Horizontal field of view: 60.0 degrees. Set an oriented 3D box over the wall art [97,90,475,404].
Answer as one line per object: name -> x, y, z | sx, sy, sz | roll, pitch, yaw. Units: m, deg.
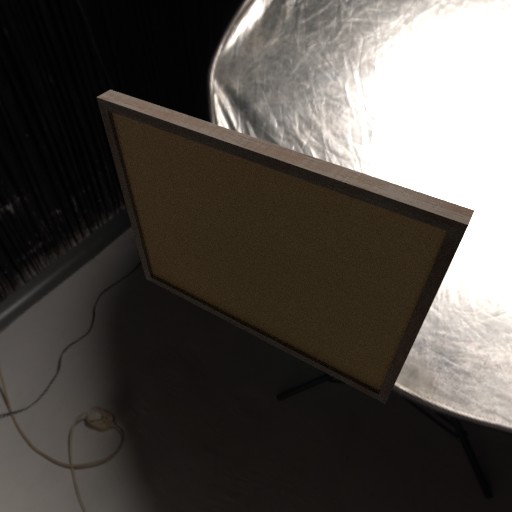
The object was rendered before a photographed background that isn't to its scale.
wall art -> 0.000, 0.000, 1.757 | 1.320, 1.009, 0.070 | 24, 51, 21
